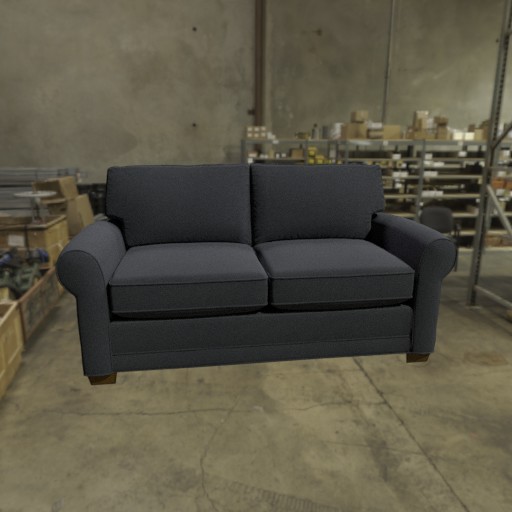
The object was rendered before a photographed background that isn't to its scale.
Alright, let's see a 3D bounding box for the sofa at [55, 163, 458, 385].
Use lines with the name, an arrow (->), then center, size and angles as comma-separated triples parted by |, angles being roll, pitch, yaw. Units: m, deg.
sofa -> 0.000, 0.000, 2.579 | 2.009, 1.031, 0.951 | -2, 15, -8
